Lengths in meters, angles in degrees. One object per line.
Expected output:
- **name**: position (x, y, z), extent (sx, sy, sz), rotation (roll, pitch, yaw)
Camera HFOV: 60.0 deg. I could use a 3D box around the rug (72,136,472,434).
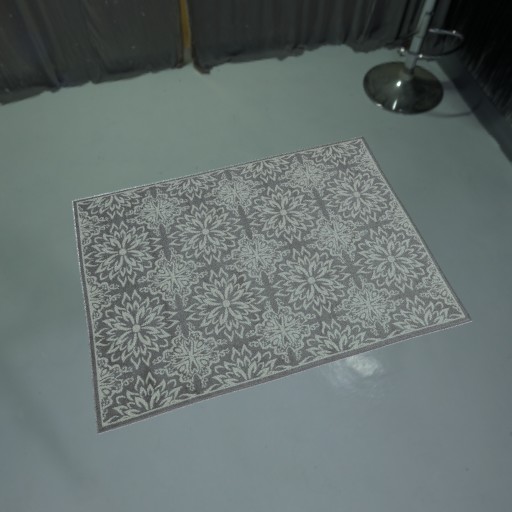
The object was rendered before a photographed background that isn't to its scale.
- **rug**: position (0.000, 0.000, 2.873), extent (2.213, 0.014, 1.608), rotation (-14, 60, -9)
